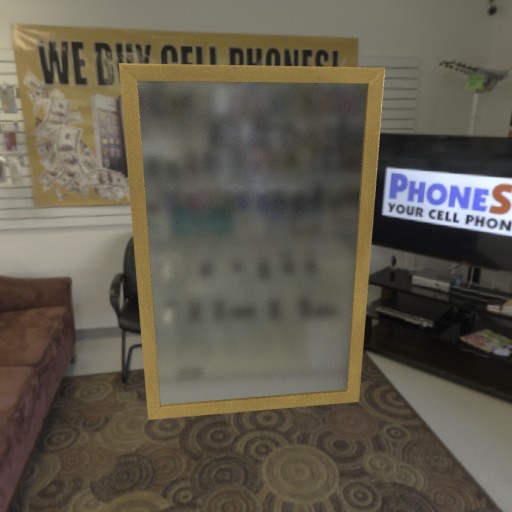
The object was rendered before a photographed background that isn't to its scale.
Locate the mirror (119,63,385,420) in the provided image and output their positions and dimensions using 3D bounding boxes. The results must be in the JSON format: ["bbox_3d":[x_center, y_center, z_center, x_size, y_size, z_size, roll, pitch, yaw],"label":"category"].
[{"bbox_3d":[0.000,0.000,1.158,0.609,0.915,0.040,-2,17,-7],"label":"mirror"}]
